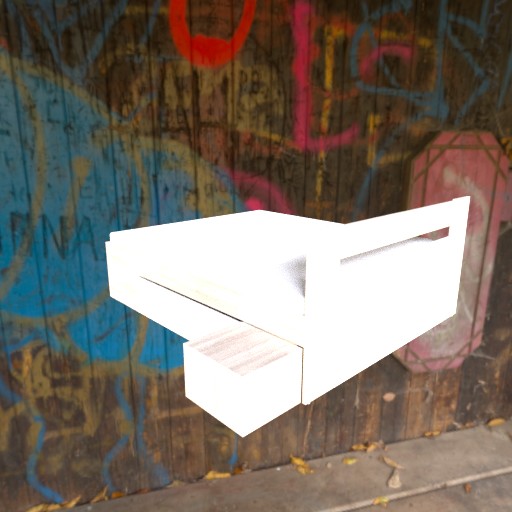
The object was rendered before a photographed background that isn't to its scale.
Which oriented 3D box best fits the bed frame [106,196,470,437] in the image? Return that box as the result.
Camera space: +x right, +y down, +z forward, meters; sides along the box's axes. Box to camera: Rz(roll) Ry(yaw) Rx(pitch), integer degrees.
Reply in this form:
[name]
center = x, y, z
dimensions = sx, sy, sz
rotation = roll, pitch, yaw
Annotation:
[bed frame]
center = 0.000, 0.000, 3.150
dimensions = 2.040, 0.860, 2.050
rotation = -14, 20, -41
